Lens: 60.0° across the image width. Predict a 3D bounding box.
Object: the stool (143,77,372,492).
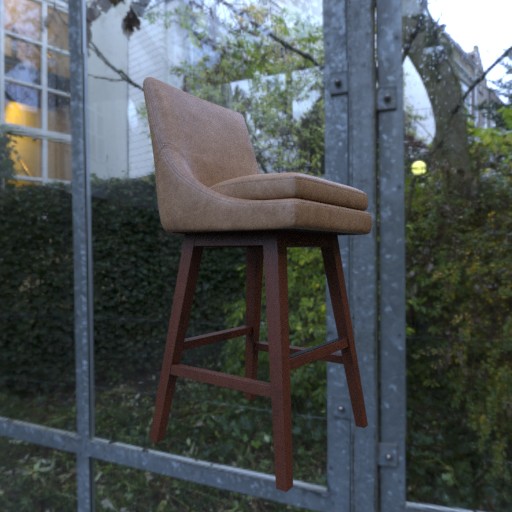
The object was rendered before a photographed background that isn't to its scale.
[{"bbox_3d":[0.000,0.000,1.364,0.572,1.079,0.487,0,1,36],"label":"stool"}]
